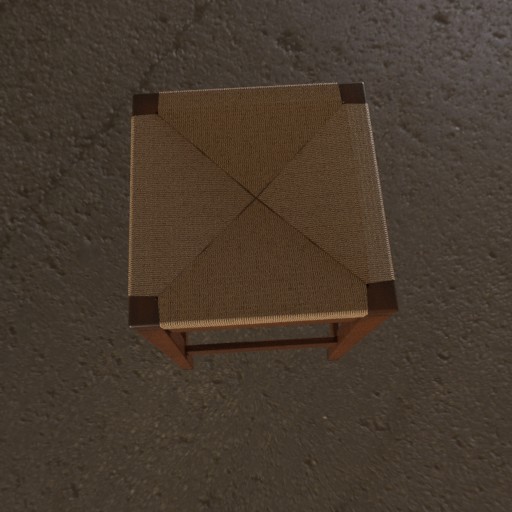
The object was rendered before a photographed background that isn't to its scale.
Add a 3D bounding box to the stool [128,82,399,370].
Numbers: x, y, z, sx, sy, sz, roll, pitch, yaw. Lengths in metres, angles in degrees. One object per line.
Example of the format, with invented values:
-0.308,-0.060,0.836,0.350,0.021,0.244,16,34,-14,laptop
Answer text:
0.000,0.000,1.117,0.497,0.762,0.507,-3,74,-1,stool
